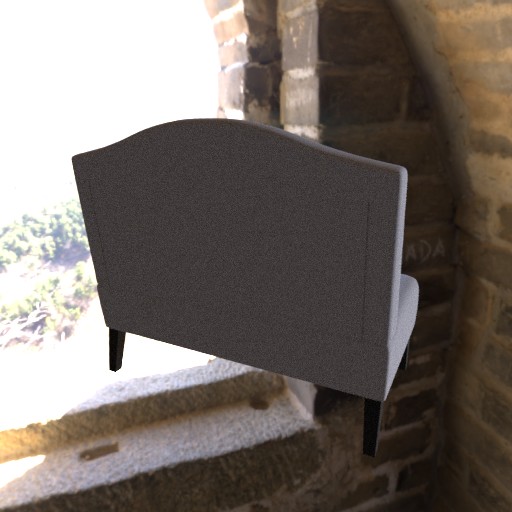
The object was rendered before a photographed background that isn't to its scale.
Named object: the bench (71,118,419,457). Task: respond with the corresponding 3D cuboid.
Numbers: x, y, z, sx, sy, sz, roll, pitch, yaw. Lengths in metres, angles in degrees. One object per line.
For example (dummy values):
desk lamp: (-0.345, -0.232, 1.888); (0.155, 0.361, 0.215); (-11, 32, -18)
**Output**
bench: (0.000, 0.000, 1.993); (1.335, 1.180, 0.815); (8, 19, 26)
